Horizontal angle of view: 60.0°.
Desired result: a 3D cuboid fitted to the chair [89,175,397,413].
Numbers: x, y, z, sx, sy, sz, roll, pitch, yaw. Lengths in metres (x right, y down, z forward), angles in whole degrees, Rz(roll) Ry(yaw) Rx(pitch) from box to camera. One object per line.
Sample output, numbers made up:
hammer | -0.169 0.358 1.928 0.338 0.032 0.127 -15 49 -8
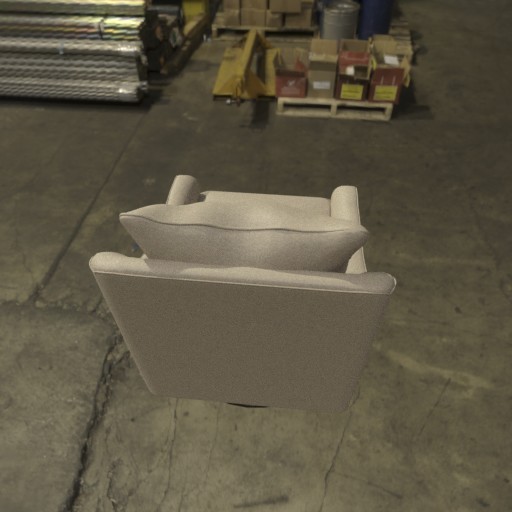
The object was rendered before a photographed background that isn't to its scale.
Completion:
chair | 0.000 0.000 1.595 0.760 0.942 0.876 4 45 4
